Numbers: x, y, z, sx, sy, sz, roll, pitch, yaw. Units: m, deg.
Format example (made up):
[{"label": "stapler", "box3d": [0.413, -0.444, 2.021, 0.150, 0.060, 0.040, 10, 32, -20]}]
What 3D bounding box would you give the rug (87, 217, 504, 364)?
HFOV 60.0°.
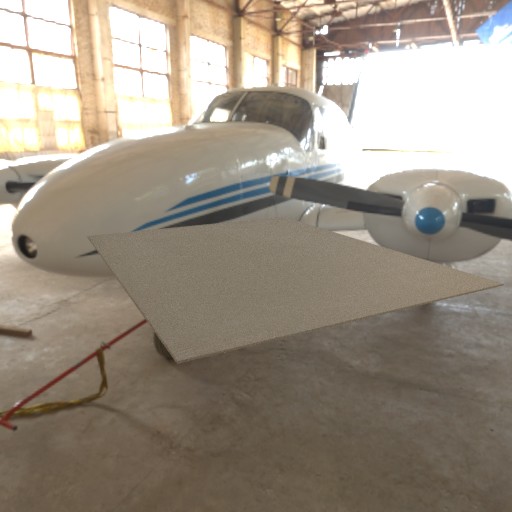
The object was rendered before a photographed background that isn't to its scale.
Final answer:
[{"label": "rug", "box3d": [0.000, 0.000, 3.345, 2.073, 0.011, 2.584, -8, 17, -27]}]
